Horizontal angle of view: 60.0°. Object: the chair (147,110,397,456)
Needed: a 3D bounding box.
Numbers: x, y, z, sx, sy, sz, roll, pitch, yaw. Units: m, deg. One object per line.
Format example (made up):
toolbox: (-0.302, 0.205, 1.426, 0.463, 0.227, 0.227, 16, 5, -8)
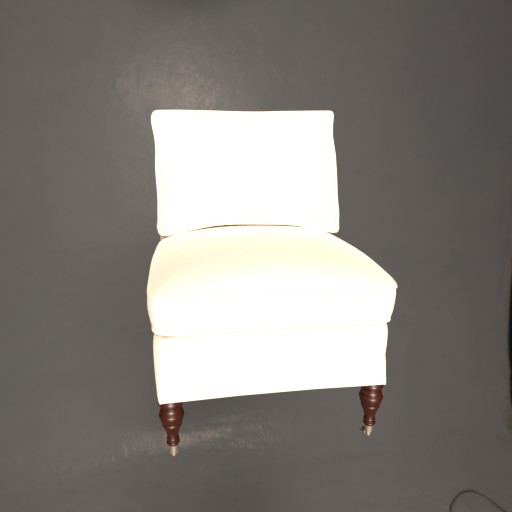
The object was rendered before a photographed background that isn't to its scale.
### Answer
chair: (0.000, 0.000, 1.388, 0.630, 0.887, 0.781, -2, 16, -8)
